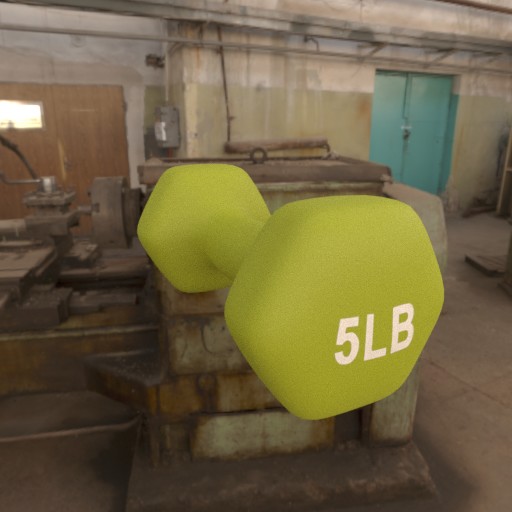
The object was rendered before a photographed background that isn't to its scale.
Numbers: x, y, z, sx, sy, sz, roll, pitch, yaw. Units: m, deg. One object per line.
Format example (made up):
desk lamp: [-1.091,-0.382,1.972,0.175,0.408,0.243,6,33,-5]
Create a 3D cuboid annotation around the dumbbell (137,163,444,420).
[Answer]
dumbbell: [0.000,0.000,0.204,0.080,0.072,0.164,-8,19,-25]
